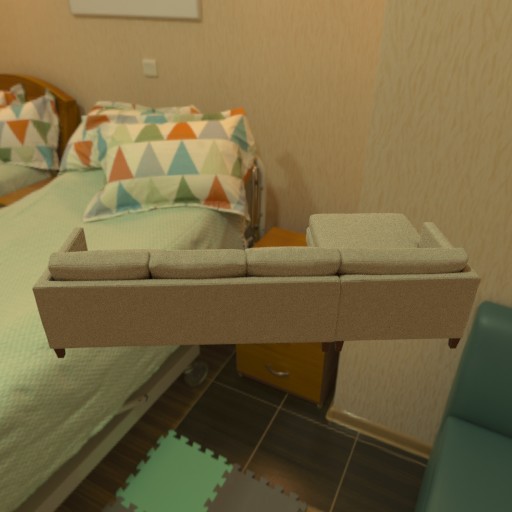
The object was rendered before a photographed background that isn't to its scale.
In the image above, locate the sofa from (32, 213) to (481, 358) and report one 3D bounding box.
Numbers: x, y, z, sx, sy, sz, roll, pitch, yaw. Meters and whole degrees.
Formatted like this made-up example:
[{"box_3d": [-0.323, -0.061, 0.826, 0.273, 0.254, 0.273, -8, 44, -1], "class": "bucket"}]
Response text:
[{"box_3d": [0.000, 0.000, 3.930, 3.186, 0.846, 1.625, -1, 31, -2], "class": "sofa"}]
